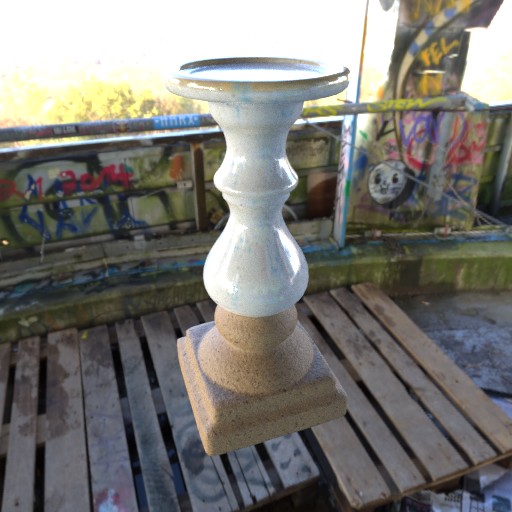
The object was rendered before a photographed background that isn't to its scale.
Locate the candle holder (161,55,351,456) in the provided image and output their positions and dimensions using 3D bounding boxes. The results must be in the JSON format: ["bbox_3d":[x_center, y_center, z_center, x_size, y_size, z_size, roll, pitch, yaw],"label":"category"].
[{"bbox_3d":[0.000,0.000,0.301,0.110,0.239,0.110,-10,32,-17],"label":"candle holder"}]
